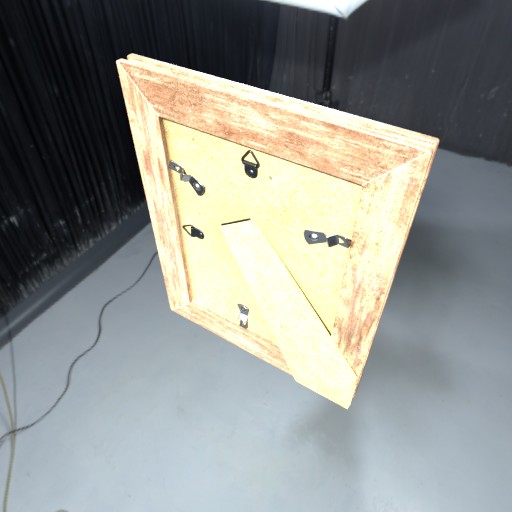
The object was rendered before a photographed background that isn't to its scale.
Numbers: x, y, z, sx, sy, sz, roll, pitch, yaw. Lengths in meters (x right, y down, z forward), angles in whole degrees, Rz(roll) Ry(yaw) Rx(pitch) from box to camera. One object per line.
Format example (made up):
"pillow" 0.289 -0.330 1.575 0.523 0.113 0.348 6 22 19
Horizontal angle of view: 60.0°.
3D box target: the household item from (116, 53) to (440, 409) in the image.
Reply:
"household item" 0.000 0.000 0.313 0.186 0.237 0.018 24 50 22
